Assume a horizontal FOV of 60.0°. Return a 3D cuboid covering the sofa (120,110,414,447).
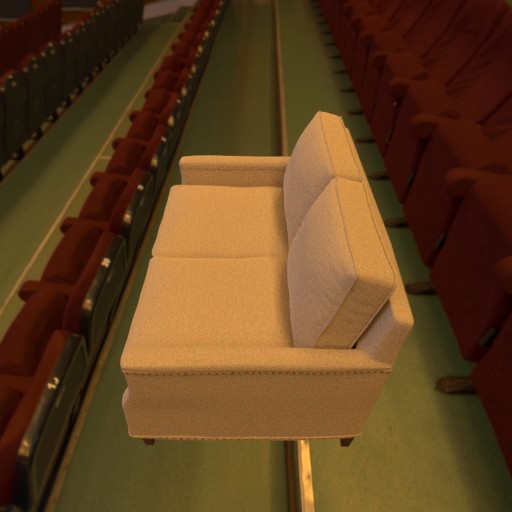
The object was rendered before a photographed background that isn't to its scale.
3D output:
[{"bbox_3d":[0.000,0.000,2.254,1.084,1.003,1.597,0,41,0],"label":"sofa"}]
